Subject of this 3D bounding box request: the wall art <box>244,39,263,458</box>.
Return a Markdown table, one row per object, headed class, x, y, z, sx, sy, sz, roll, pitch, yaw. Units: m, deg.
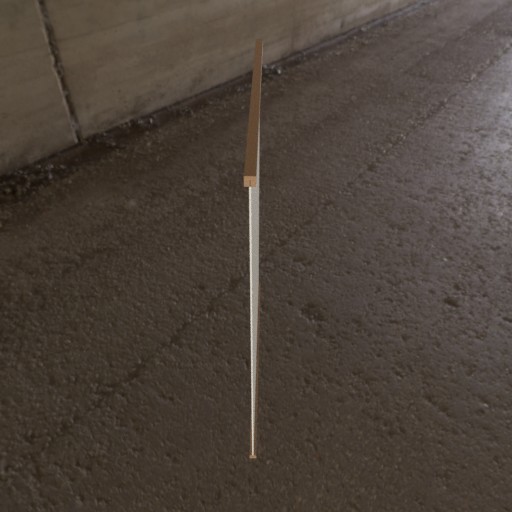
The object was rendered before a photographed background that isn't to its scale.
| class | x | y | z | sx | sy | sz | roll | pitch | yaw |
| --- | --- | --- | --- | --- | --- | --- | --- | --- | --- |
| wall art | 0.000 | 0.000 | 0.804 | 0.012 | 0.608 | 0.459 | 1 | 41 | 1 |
